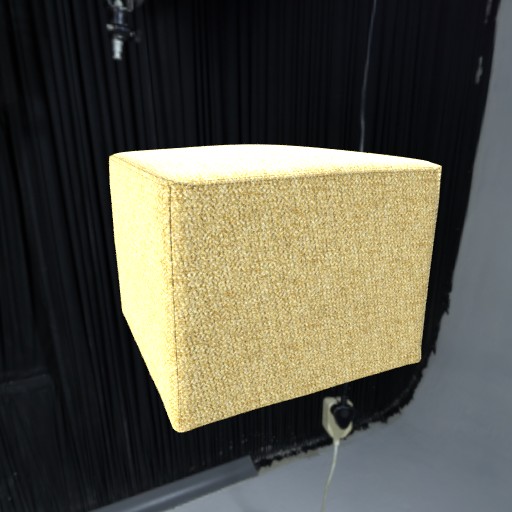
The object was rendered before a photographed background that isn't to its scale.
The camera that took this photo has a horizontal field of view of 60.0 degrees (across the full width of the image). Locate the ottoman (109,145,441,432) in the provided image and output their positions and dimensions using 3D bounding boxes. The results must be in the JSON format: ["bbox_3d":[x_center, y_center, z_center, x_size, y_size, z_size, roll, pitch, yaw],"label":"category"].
[{"bbox_3d":[0.000,0.000,0.931,0.505,0.441,0.512,-8,19,-24],"label":"ottoman"}]
